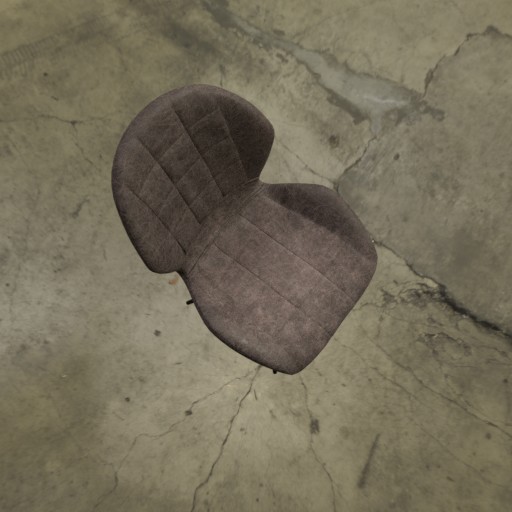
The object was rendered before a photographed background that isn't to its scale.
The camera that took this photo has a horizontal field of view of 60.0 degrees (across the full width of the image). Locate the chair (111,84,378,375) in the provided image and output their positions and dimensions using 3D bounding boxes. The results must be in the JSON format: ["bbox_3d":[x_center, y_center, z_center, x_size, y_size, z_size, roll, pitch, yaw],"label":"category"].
[{"bbox_3d":[0.000,0.000,1.337,0.640,0.934,0.527,37,78,10],"label":"chair"}]
